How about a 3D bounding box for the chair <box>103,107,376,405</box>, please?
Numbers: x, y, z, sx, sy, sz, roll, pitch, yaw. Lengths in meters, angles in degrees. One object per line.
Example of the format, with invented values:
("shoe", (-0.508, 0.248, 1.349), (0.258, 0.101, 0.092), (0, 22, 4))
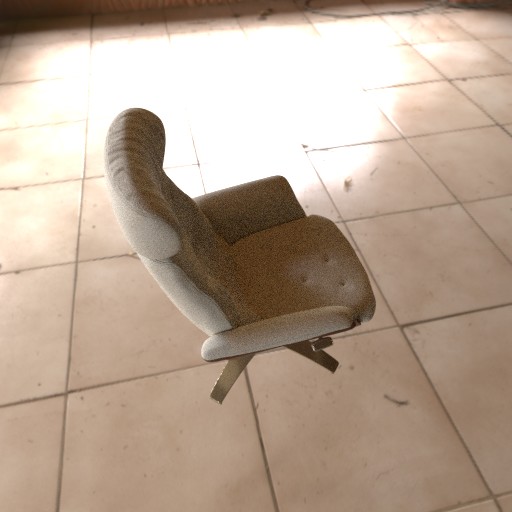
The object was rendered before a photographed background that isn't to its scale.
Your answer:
("chair", (0.000, 0.000, 1.557), (0.837, 0.995, 0.785), (-10, 47, -9))
